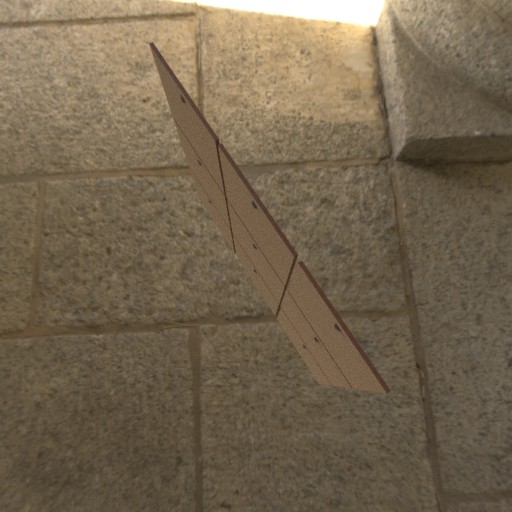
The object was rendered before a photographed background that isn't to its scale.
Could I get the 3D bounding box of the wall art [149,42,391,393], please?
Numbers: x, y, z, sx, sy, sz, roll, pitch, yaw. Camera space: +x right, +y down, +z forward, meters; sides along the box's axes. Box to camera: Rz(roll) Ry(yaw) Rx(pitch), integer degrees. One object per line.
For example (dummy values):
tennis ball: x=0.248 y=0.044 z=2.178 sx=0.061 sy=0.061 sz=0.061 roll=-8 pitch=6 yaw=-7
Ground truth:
wall art: x=0.000 y=0.000 z=1.819 sx=0.019 sy=1.218 sz=1.221 roll=-31 pitch=77 yaw=-8
